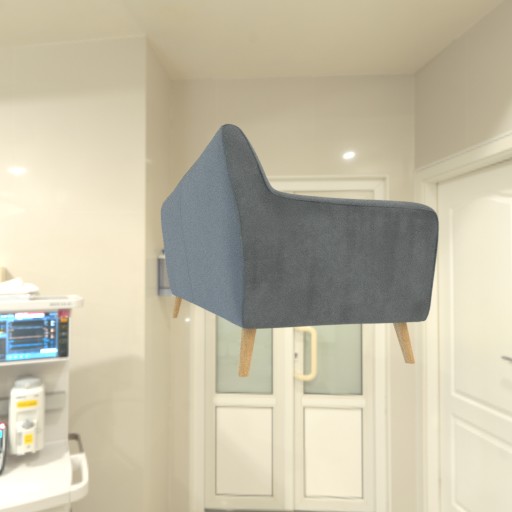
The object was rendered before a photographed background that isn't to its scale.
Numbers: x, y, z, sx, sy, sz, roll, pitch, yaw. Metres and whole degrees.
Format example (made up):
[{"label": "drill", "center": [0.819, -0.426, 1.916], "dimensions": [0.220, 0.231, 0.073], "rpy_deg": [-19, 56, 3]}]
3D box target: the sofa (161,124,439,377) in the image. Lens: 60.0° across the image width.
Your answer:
[{"label": "sofa", "center": [0.000, 0.000, 2.391], "dimensions": [0.841, 0.832, 1.975], "rpy_deg": [0, -1, -18]}]
